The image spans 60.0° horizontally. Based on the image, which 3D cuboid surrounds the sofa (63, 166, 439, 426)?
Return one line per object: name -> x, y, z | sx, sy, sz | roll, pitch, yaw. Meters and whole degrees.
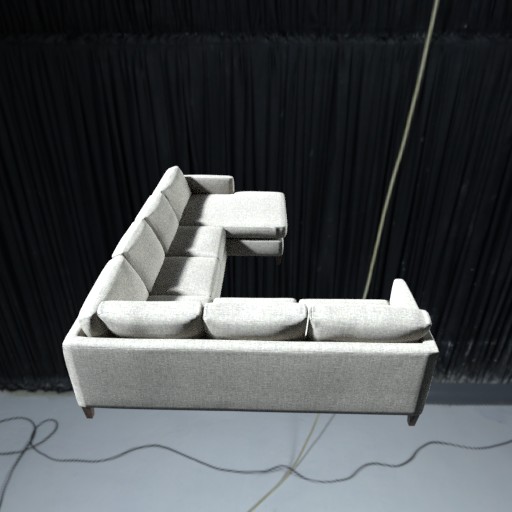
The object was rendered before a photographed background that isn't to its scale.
sofa -> 0.000, 0.000, 4.575 | 2.593, 0.959, 3.460 | 1, 30, 1
